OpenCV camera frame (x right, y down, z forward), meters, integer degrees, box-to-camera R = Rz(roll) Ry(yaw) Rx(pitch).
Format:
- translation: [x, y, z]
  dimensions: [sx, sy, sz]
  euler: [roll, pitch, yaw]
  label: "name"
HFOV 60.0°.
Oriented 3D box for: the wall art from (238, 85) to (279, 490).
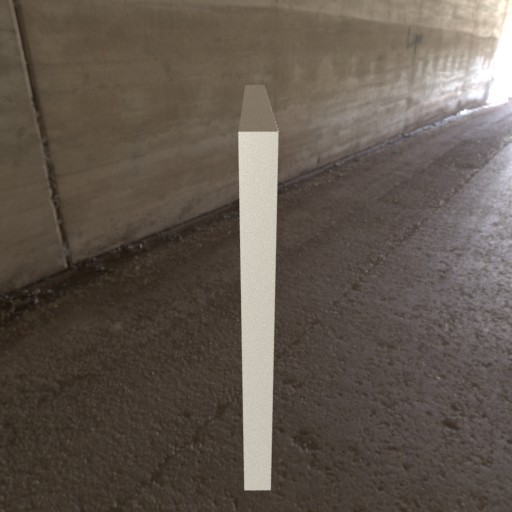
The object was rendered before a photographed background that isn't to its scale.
- translation: [0.000, 0.000, 0.757]
  dimensions: [0.038, 0.505, 0.506]
  euler: [0, 26, 0]
  label: "wall art"
